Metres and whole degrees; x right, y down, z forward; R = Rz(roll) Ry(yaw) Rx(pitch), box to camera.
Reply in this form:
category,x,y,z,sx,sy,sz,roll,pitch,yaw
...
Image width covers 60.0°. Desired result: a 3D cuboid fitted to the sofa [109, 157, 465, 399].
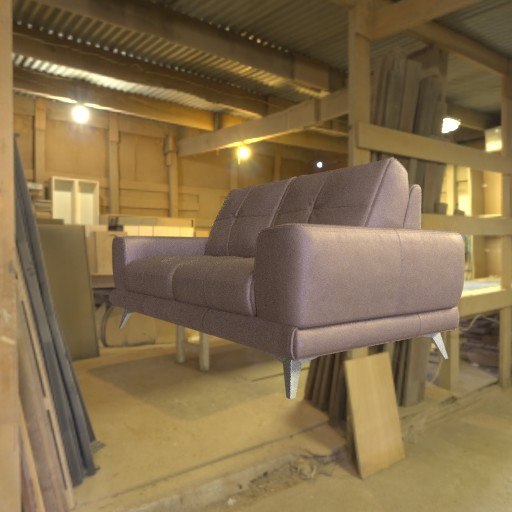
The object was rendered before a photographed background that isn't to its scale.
category,x,y,z,sx,sy,sz,roll,pitch,yaw
sofa,0.000,0.000,2.362,1.018,0.907,1.806,-1,1,-36
